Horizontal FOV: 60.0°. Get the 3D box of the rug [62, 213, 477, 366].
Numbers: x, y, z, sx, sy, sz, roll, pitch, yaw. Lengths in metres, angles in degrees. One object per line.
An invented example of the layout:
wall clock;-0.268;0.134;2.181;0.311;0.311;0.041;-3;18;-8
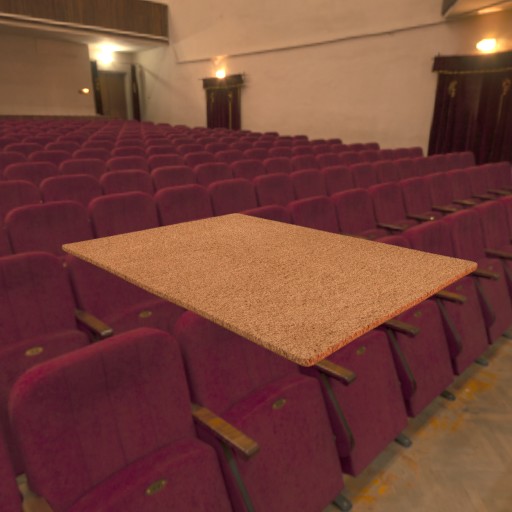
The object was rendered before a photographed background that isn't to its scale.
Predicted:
rug;0.000;0.000;2.100;1.199;0.025;1.600;-16;23;-42
